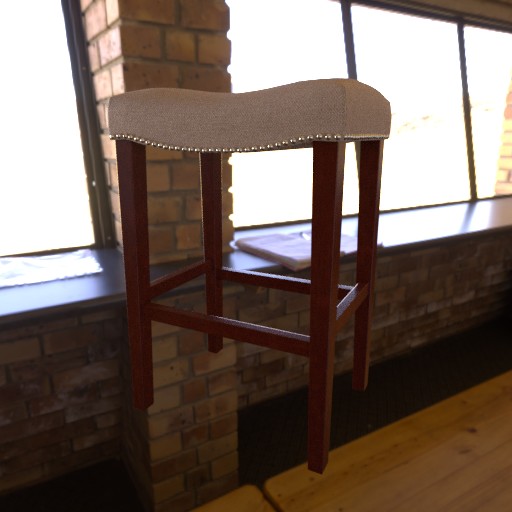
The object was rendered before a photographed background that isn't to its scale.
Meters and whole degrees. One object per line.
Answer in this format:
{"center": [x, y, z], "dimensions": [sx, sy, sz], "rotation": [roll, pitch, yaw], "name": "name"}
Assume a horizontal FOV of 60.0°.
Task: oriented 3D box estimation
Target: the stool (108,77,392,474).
{"center": [0.000, 0.000, 1.029], "dimensions": [0.504, 0.742, 0.372], "rotation": [8, 17, 26], "name": "stool"}
